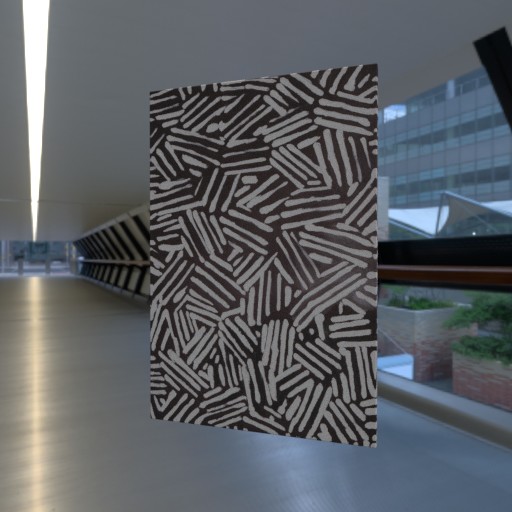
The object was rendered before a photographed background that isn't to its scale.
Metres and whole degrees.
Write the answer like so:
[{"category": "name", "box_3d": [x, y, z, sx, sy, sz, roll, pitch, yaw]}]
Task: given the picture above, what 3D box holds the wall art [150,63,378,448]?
[{"category": "wall art", "box_3d": [0.000, 0.000, 1.164, 0.615, 0.918, 0.035, 0, 1, 18]}]
